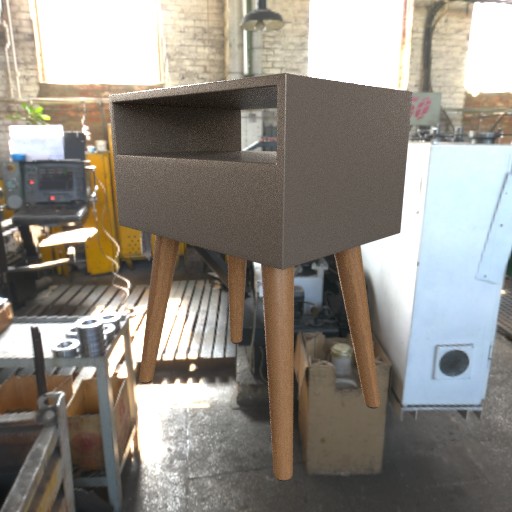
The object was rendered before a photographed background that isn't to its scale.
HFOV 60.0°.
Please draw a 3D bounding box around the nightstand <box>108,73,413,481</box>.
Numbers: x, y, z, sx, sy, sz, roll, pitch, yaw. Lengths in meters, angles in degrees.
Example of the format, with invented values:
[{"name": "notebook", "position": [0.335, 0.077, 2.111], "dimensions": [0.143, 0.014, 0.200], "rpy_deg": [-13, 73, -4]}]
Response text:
[{"name": "nightstand", "position": [0.000, 0.000, 0.736], "dimensions": [0.370, 0.508, 0.288], "rpy_deg": [15, 21, 43]}]
